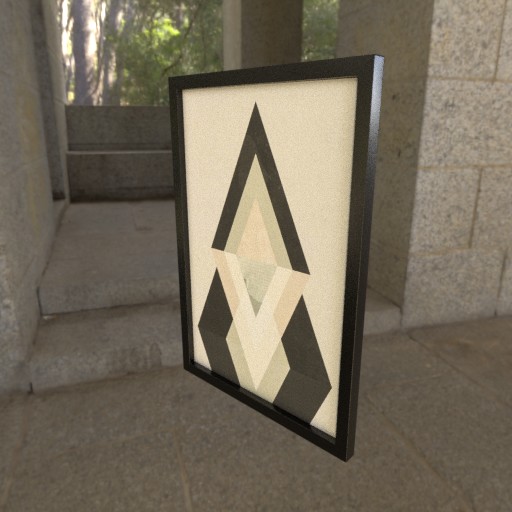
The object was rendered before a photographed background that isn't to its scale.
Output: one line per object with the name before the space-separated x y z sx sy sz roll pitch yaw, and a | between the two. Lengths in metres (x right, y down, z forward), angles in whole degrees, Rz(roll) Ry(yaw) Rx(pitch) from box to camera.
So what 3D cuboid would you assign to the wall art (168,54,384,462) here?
wall art | 0.000 0.000 0.580 0.314 0.455 0.019 15 22 41
